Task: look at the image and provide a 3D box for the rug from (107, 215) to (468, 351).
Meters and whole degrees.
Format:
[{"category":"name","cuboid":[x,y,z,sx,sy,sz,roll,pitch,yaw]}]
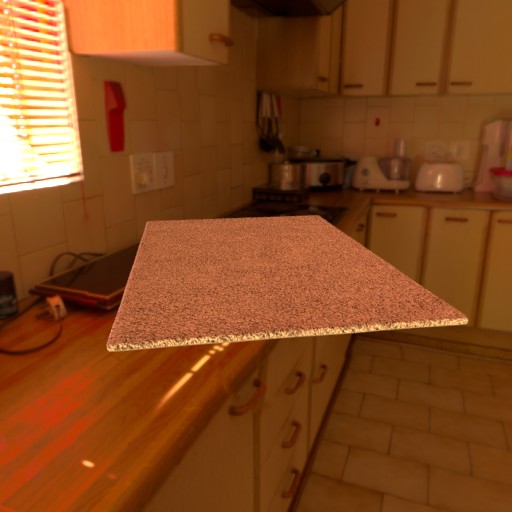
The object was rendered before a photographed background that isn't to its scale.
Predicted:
[{"category":"rug","cuboid":[0.000,0.000,2.286,1.219,0.030,1.778,-3,17,-9]}]
